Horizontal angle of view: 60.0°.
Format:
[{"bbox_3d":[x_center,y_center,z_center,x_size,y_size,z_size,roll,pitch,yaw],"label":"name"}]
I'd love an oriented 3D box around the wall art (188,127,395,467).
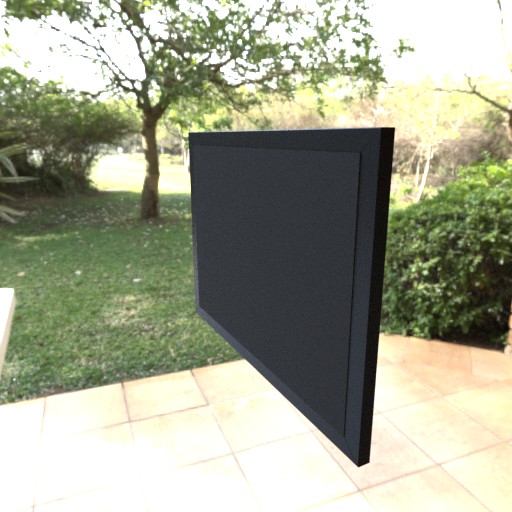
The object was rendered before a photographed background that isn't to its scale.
[{"bbox_3d":[0.000,0.000,0.562,0.016,0.306,0.432,-8,17,-27],"label":"wall art"}]
